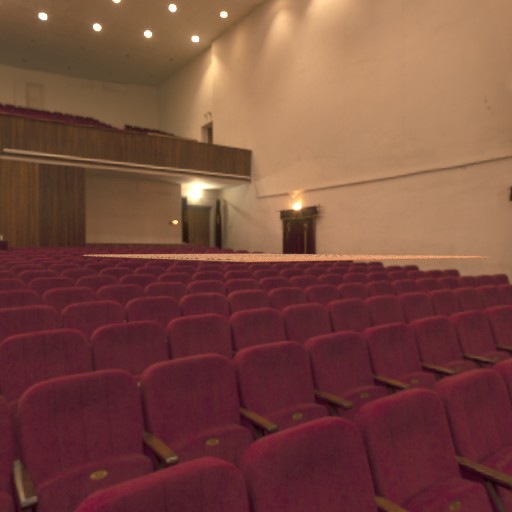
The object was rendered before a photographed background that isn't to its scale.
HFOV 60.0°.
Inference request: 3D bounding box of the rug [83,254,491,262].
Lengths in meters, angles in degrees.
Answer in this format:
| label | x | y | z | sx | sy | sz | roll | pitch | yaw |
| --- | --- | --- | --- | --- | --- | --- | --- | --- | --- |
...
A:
| label | x | y | z | sx | sy | sz | roll | pitch | yaw |
| --- | --- | --- | --- | --- | --- | --- | --- | --- | --- |
| rug | 0.000 | 0.000 | 2.034 | 1.146 | 0.006 | 1.556 | -1 | 1 | -35 |
